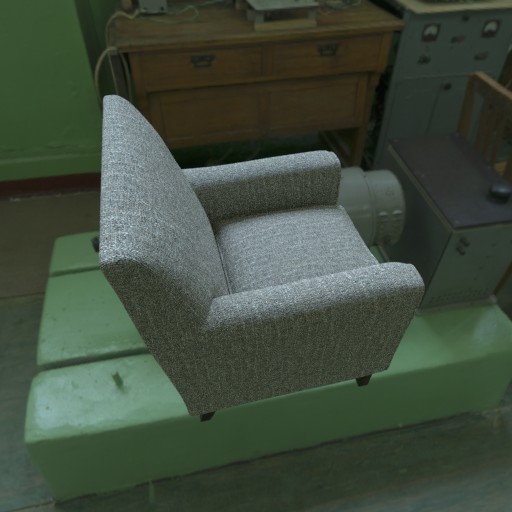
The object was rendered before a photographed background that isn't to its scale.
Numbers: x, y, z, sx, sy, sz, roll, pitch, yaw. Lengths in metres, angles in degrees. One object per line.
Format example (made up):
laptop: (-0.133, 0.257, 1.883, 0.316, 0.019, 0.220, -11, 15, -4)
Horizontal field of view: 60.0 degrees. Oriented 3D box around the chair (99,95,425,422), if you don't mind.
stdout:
chair: (0.000, 0.000, 1.600, 0.873, 0.928, 0.864, -9, 44, -10)
